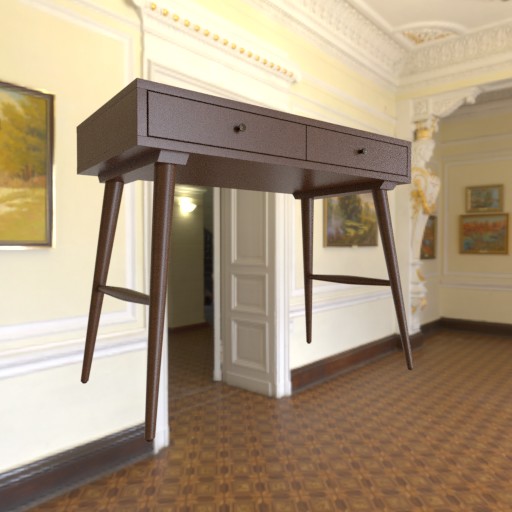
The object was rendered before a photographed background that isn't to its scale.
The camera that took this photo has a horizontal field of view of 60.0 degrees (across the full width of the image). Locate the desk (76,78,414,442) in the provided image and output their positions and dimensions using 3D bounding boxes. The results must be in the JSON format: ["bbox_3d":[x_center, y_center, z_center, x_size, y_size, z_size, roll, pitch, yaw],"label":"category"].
[{"bbox_3d":[0.000,0.000,1.390,0.949,0.758,0.510,-1,2,-36],"label":"desk"}]
